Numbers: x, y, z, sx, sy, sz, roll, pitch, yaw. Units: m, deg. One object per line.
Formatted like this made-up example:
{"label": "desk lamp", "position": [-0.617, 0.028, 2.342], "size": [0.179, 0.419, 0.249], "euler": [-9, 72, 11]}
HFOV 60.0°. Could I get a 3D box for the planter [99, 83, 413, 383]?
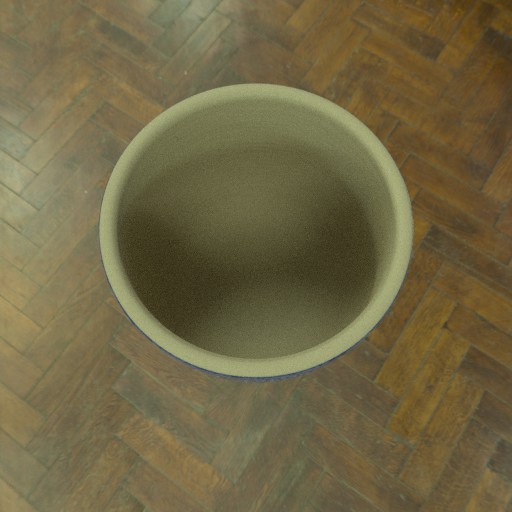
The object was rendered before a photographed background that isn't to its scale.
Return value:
{"label": "planter", "position": [0.000, 0.000, 0.300], "size": [0.165, 0.149, 0.165], "euler": [0, 73, 0]}
